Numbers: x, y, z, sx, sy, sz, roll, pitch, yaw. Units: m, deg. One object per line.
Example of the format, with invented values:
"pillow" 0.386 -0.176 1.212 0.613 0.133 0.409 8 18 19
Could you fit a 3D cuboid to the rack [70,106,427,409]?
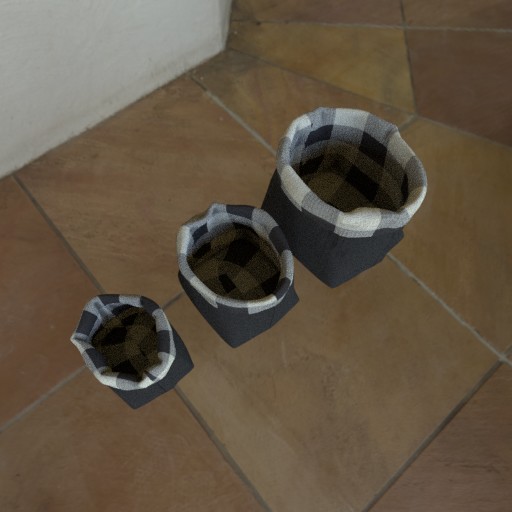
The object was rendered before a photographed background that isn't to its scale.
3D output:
"rack" 0.000 0.000 1.068 0.889 0.329 0.370 -34 68 -16
